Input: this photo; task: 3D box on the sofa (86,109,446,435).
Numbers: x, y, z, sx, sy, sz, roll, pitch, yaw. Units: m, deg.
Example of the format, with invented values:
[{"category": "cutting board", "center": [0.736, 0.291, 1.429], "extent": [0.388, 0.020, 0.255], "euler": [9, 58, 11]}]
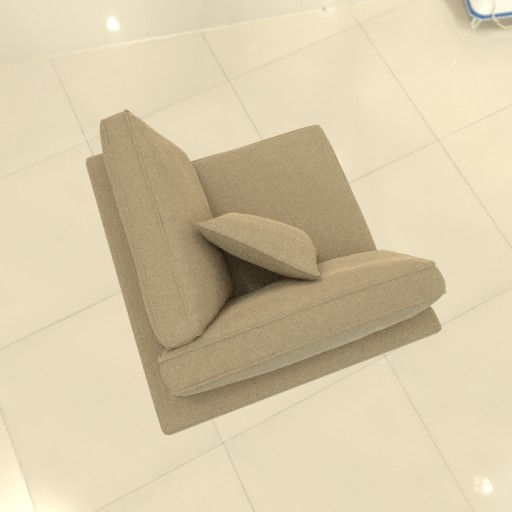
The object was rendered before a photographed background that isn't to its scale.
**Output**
[{"category": "sofa", "center": [0.000, 0.000, 1.986], "extent": [1.084, 1.002, 1.146], "euler": [-19, 76, -5]}]
